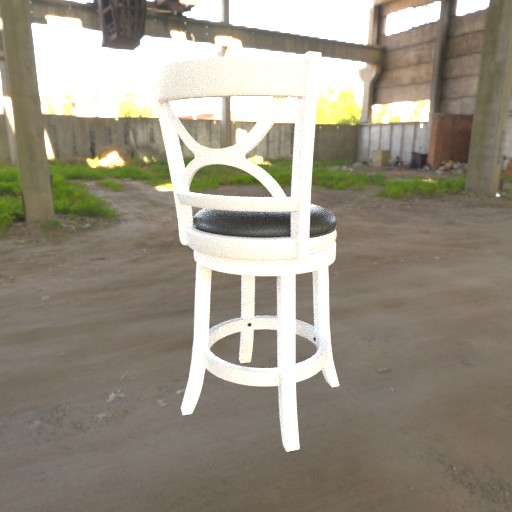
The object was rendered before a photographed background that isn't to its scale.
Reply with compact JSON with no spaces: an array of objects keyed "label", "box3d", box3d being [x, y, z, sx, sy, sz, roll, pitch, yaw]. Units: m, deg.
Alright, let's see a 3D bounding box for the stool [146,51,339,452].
[{"label":"stool","box3d":[0.000,0.000,1.218,0.444,0.953,0.508,8,17,27]}]
